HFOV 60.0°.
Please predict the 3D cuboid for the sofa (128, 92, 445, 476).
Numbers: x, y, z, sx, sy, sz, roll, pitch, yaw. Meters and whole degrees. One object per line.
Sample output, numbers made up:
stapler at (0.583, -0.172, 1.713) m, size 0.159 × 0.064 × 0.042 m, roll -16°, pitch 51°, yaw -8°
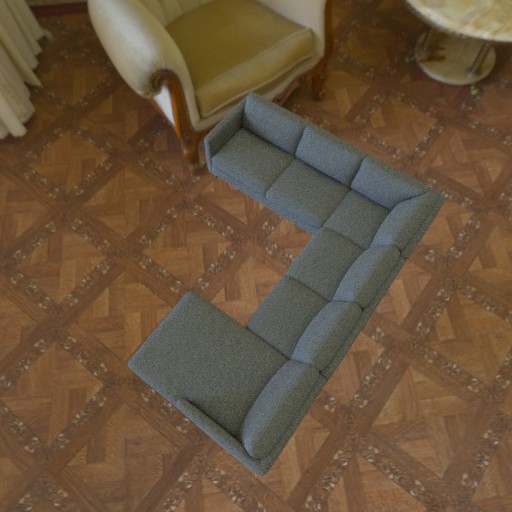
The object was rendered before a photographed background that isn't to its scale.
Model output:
sofa at (0.000, 0.000, 4.548) m, size 2.551 × 0.853 × 3.238 m, roll 33°, pitch 68°, yaw 15°
